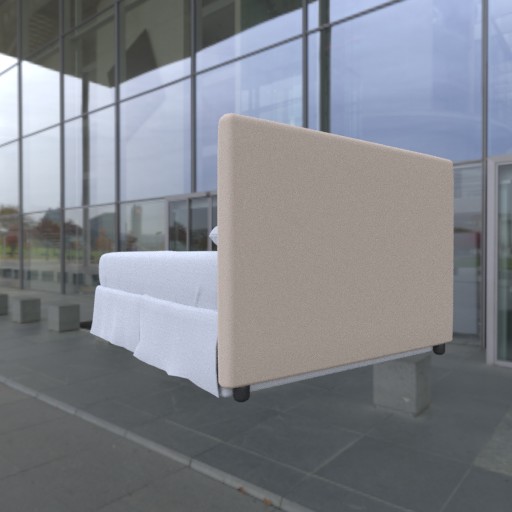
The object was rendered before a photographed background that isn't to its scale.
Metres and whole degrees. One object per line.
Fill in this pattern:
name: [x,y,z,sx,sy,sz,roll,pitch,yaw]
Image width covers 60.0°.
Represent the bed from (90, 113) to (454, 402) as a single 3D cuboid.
bed: [0.000,0.000,3.342,1.884,1.330,2.142,0,1,-36]
